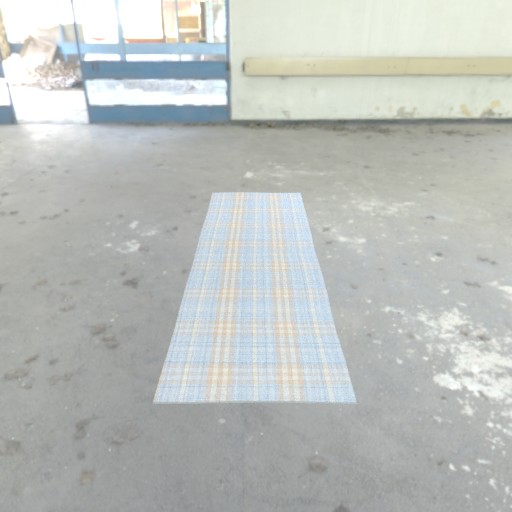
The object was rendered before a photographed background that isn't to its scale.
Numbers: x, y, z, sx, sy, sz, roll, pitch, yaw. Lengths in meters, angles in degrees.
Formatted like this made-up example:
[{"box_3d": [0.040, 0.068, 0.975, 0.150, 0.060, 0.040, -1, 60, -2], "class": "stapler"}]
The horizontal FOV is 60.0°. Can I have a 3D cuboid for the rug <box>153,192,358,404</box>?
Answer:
[{"box_3d": [0.000, 0.000, 2.735, 0.762, 0.013, 2.439, 0, 27, 0], "class": "rug"}]
